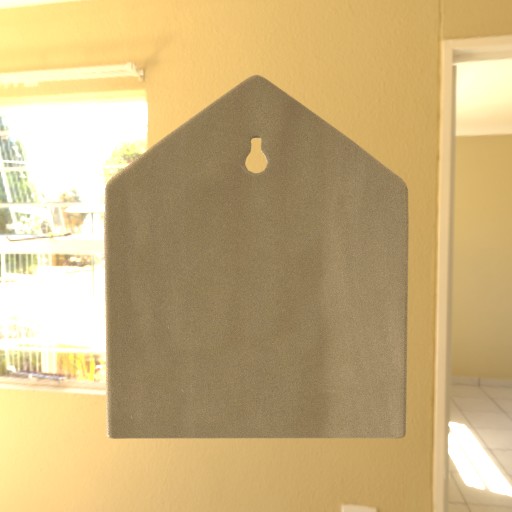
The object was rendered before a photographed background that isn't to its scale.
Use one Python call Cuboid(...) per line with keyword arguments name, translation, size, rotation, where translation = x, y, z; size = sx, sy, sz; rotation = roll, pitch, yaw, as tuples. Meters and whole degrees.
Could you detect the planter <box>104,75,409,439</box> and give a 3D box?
Cuboid(name="planter", translation=(0.000, 0.000, 0.274), size=(0.163, 0.194, 0.080), rotation=(0, 2, 0))
